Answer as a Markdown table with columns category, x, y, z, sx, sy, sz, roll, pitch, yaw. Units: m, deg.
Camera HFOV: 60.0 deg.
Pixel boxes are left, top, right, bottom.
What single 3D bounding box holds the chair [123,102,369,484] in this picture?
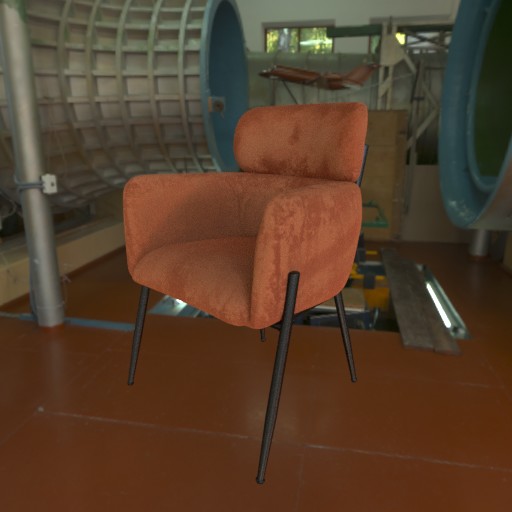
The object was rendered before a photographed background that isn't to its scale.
| category | x | y | z | sx | sy | sz | roll | pitch | yaw |
| --- | --- | --- | --- | --- | --- | --- | --- | --- | --- |
| chair | 0.000 | 0.000 | 1.158 | 0.561 | 0.772 | 0.523 | 15 | 22 | 43 |
